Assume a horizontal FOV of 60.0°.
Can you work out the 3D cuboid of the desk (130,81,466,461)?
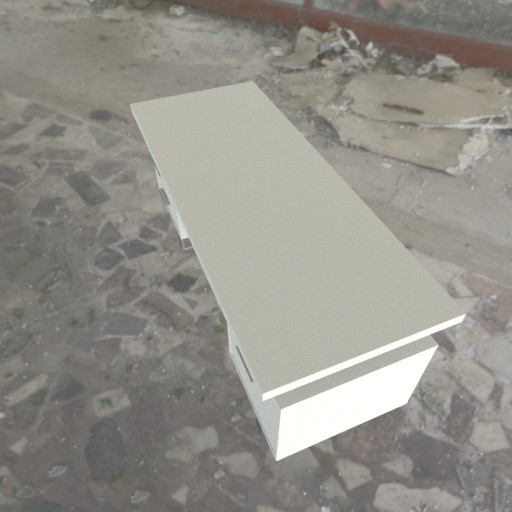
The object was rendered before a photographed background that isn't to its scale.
[{"bbox_3d":[0.000,0.000,1.890,0.603,0.773,1.530,-17,49,-15],"label":"desk"}]
